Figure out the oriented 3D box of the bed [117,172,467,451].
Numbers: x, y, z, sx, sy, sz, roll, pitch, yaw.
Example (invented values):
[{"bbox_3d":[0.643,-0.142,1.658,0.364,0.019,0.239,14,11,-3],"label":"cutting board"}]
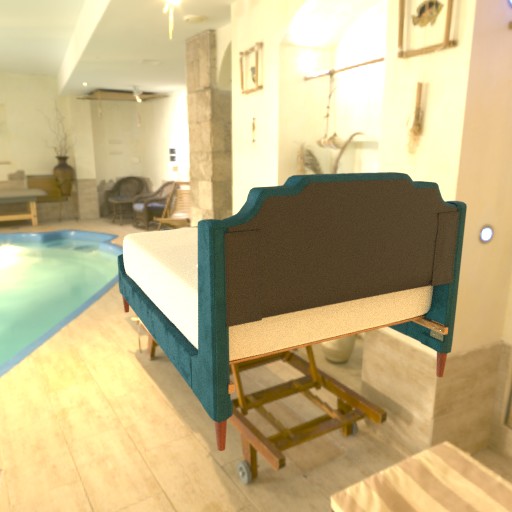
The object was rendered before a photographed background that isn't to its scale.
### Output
[{"bbox_3d":[0.000,0.000,3.385,1.678,1.338,2.322,-7,15,-27],"label":"bed"}]
